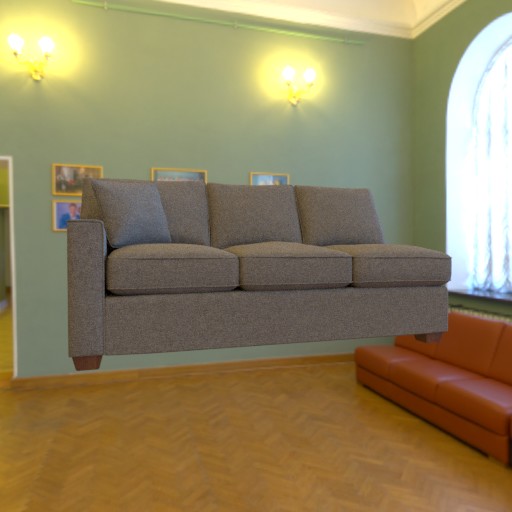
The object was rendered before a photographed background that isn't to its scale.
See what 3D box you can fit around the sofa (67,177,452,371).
[{"bbox_3d":[0.000,0.000,2.591,1.963,0.946,1.034,0,1,-18],"label":"sofa"}]
